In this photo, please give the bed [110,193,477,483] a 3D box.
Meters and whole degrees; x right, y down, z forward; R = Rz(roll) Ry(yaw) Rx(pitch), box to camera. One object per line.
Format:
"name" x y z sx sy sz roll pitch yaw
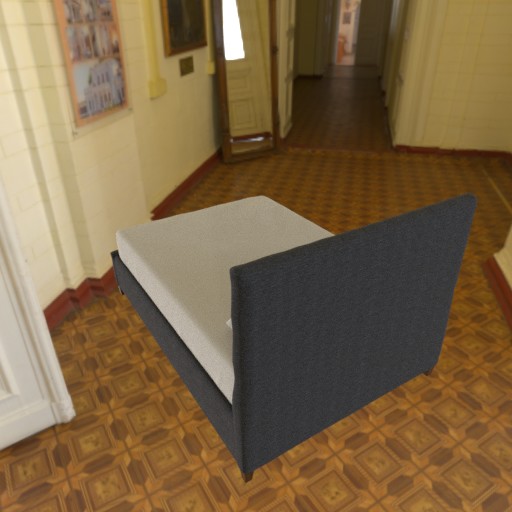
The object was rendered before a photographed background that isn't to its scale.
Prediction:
"bed" 0.000 0.000 3.459 1.698 1.427 2.387 -17 34 -28
